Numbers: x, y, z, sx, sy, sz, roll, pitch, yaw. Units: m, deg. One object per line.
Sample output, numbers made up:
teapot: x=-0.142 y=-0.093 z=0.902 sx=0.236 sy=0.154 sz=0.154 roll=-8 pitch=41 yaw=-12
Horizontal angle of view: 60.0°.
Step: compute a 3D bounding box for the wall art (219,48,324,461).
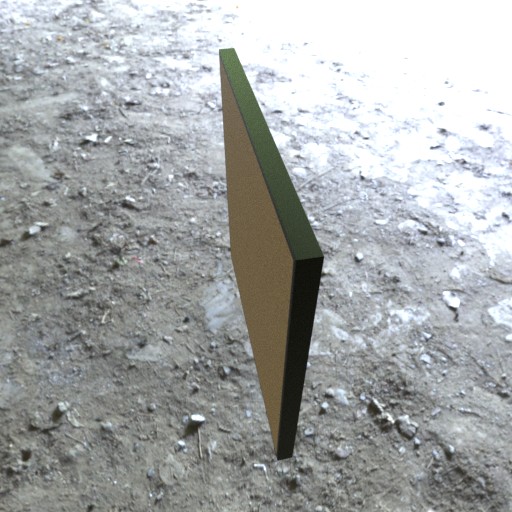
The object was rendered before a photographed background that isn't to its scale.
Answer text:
wall art: x=0.000 y=0.000 z=0.773 sx=0.028 sy=0.511 sz=0.513 roll=-8 pitch=46 yaw=-8
